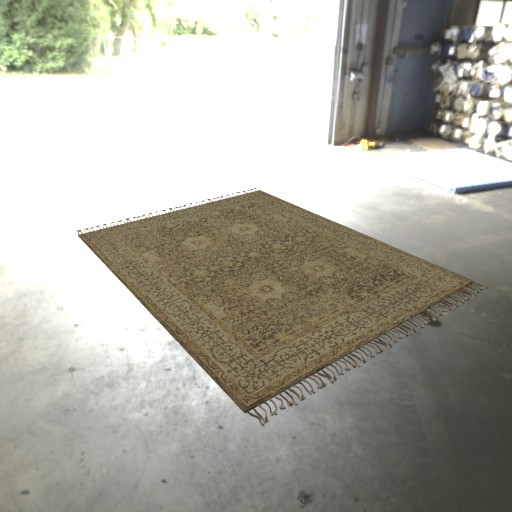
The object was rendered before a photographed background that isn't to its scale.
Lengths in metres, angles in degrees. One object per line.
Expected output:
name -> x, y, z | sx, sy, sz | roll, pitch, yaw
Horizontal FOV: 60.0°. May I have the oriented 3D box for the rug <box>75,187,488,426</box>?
rug -> 0.000, 0.000, 4.231 | 2.431, 0.017, 3.291 | -19, 33, -32
